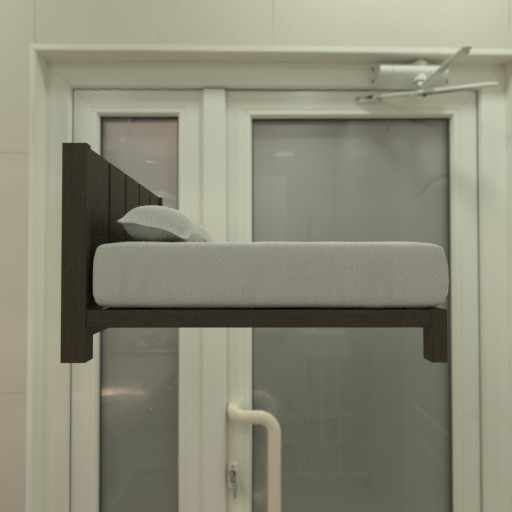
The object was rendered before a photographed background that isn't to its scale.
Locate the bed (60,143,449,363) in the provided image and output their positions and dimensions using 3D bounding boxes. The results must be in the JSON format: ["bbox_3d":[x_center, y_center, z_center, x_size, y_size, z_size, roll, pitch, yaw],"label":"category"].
[{"bbox_3d":[0.000,0.000,3.603,2.238,1.261,2.143,0,-1,0],"label":"bed"}]
